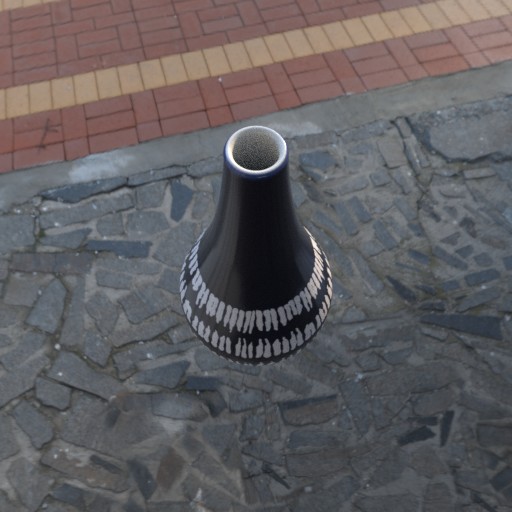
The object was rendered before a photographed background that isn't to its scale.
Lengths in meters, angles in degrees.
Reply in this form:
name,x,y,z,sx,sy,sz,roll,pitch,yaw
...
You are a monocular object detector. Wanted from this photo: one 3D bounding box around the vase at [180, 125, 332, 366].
name,x,y,z,sx,sy,sz,roll,pitch,yaw
vase,0.000,0.000,0.396,0.159,0.295,0.159,0,64,0
